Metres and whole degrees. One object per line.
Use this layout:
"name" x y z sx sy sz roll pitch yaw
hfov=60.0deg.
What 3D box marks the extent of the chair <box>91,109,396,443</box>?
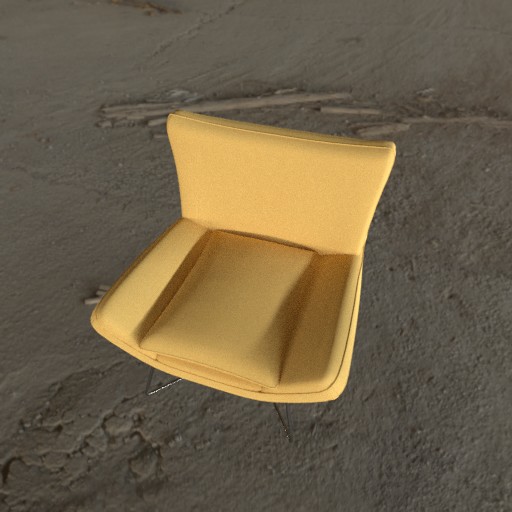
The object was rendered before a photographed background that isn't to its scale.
"chair" 0.000 0.000 1.703 0.859 0.855 1.008 13 44 14
